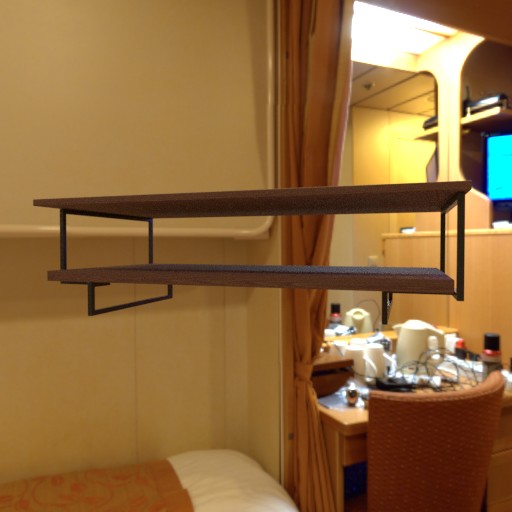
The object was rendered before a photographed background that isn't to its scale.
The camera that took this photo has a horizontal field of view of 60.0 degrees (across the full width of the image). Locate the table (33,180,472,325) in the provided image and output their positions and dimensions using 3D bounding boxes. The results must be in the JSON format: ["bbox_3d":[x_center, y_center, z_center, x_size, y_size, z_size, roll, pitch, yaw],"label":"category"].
[{"bbox_3d":[0.000,0.000,1.453,1.197,0.347,0.651,0,1,19],"label":"table"}]
